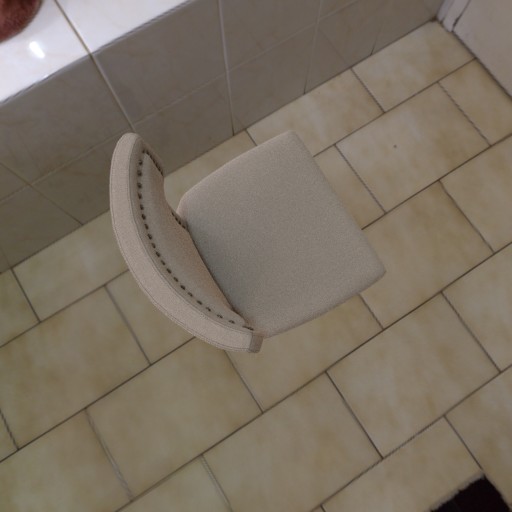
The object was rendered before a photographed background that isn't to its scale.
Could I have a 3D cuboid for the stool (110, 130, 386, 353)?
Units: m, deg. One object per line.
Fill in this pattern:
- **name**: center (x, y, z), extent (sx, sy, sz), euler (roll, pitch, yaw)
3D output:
- **stool**: center (0.000, 0.000, 1.389), extent (0.563, 1.092, 0.526), euler (-30, 79, -6)
